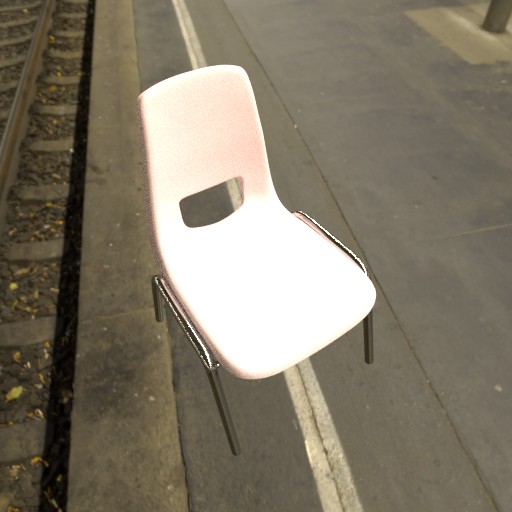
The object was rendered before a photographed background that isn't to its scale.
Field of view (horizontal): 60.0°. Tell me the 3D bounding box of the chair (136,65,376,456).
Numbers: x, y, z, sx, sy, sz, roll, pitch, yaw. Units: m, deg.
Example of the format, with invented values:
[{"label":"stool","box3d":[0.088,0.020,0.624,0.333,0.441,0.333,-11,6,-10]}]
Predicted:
[{"label":"chair","box3d":[0.000,0.000,0.795,0.354,0.537,0.385,-26,52,-23]}]
